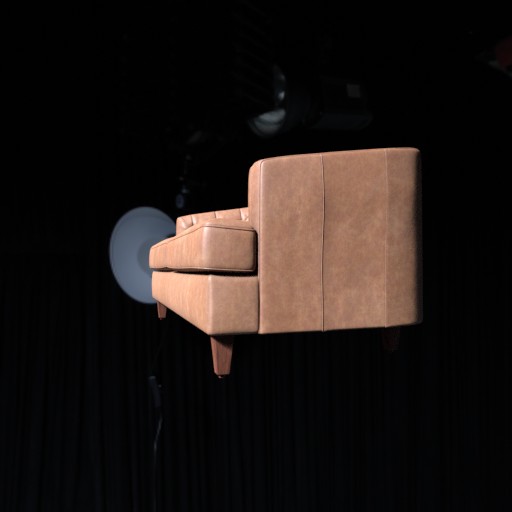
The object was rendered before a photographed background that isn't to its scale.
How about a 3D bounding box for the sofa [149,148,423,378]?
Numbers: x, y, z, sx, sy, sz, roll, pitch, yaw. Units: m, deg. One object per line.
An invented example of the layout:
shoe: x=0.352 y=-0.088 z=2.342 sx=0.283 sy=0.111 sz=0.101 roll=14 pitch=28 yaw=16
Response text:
sofa: x=0.000 y=0.000 z=2.245 sx=0.914 sy=0.786 sz=1.755 roll=1 pitch=-2 yaw=-18
